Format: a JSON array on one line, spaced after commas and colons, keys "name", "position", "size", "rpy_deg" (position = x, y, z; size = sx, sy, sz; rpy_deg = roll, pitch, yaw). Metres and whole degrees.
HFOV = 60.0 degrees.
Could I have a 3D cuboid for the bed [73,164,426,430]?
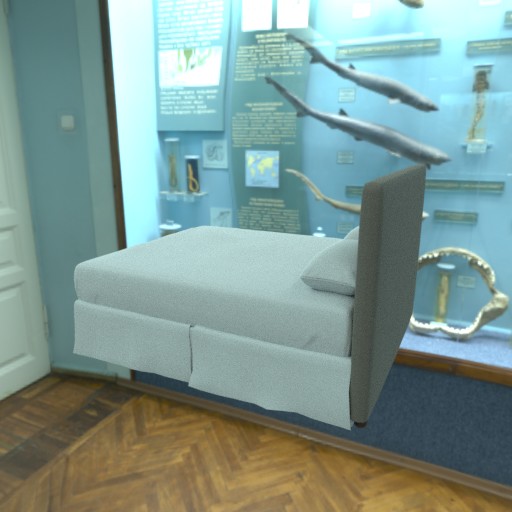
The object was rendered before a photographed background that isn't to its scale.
[{"name": "bed", "position": [0.000, 0.000, 3.319], "size": [2.142, 1.330, 1.748], "rpy_deg": [7, 16, 26]}]
